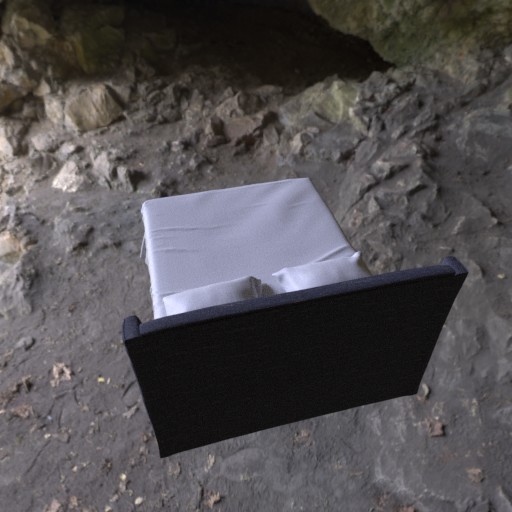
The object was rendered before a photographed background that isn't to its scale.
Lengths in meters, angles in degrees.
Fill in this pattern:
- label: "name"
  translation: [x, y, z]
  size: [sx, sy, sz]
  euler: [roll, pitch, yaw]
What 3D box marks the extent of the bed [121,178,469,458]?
- label: "bed"
  translation: [0.000, 0.000, 3.541]
  size: [1.925, 1.332, 2.276]
  euler: [-10, 43, -11]
